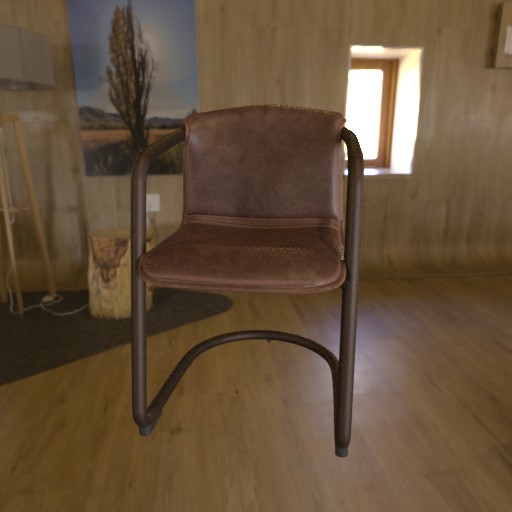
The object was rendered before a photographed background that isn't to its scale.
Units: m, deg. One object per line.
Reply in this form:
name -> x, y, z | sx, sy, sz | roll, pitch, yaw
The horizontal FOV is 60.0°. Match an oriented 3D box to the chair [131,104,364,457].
chair -> 0.000, 0.000, 1.246 | 0.536, 0.836, 0.664 | 2, 16, 9
